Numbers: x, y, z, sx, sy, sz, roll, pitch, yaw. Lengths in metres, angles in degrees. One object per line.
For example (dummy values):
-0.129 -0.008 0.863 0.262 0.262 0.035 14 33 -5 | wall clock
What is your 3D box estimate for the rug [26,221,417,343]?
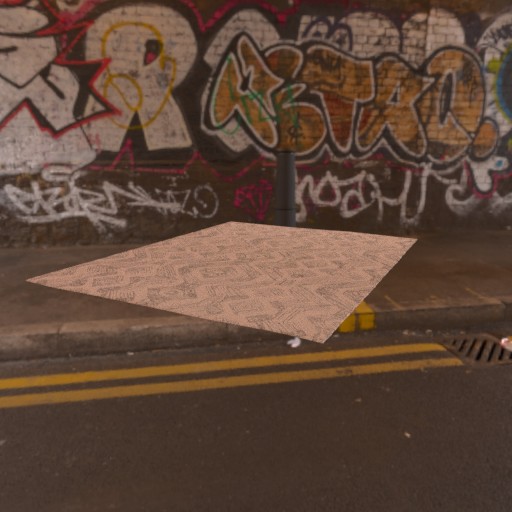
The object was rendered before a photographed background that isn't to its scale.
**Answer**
0.000 0.000 4.178 2.430 0.030 3.054 8 16 27 | rug
